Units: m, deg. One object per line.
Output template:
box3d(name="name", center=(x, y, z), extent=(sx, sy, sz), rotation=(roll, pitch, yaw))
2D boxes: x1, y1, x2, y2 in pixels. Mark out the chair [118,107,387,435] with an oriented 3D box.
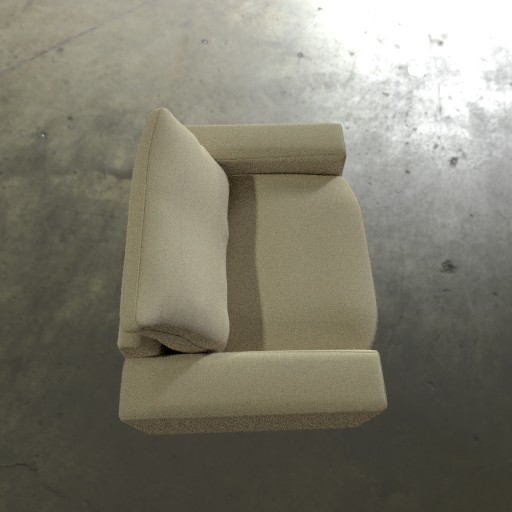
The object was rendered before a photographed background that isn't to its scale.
box3d(name="chair", center=(0.000, 0.000, 2.007), extent=(1.039, 0.915, 1.398), rotation=(-2, 63, -1))
